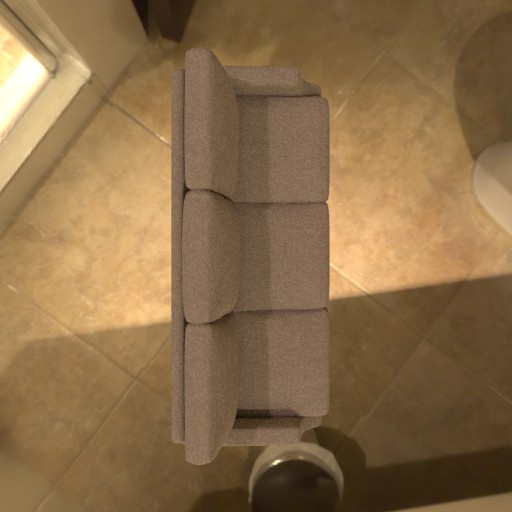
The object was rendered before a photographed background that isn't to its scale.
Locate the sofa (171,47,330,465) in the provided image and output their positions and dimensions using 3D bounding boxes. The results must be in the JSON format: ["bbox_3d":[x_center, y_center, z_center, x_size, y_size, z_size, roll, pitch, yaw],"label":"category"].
[{"bbox_3d":[0.000,0.000,2.591,0.888,0.984,2.115,0,90,-1],"label":"sofa"}]
